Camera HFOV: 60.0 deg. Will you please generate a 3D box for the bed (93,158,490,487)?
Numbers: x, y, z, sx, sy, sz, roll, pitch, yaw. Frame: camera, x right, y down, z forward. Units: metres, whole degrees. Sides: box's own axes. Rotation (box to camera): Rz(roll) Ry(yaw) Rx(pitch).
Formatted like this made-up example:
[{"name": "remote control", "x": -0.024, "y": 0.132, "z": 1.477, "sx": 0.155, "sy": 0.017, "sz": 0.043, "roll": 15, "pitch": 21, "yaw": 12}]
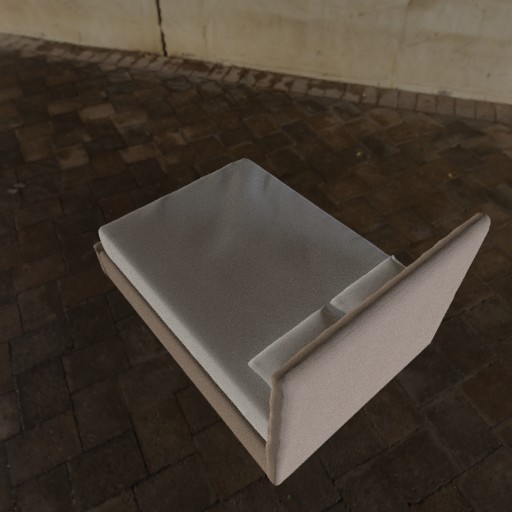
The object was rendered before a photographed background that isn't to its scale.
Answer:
[{"name": "bed", "x": 0.000, "y": 0.000, "z": 3.364, "sx": 1.698, "sy": 1.427, "sz": 2.387, "roll": -32, "pitch": 54, "yaw": -26}]
